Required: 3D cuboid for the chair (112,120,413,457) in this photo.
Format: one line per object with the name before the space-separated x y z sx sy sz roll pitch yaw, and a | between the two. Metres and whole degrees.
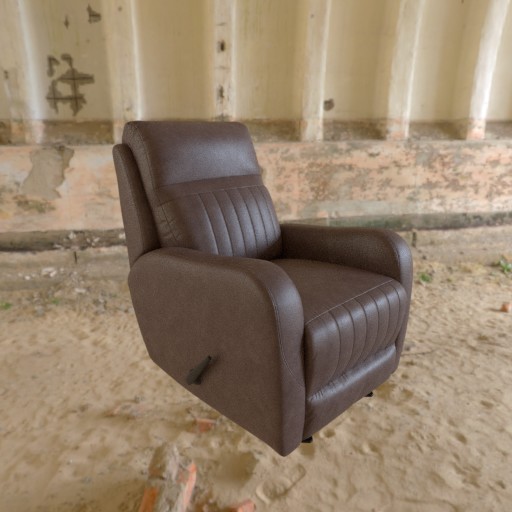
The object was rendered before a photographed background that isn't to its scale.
chair | 0.000 0.000 1.801 0.865 1.067 1.067 -15 21 -43
